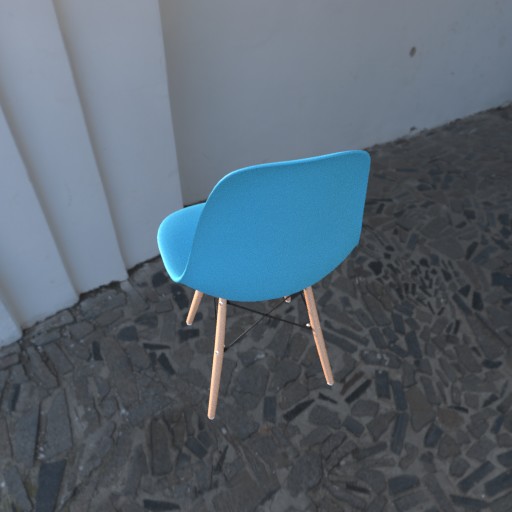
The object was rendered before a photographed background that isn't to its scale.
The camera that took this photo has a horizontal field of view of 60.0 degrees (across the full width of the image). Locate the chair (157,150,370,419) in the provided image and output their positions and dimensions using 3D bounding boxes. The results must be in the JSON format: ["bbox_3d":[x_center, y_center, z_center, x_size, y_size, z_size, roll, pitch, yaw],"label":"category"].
[{"bbox_3d":[0.000,0.000,1.138,0.470,0.826,0.531,-11,42,-13],"label":"chair"}]
